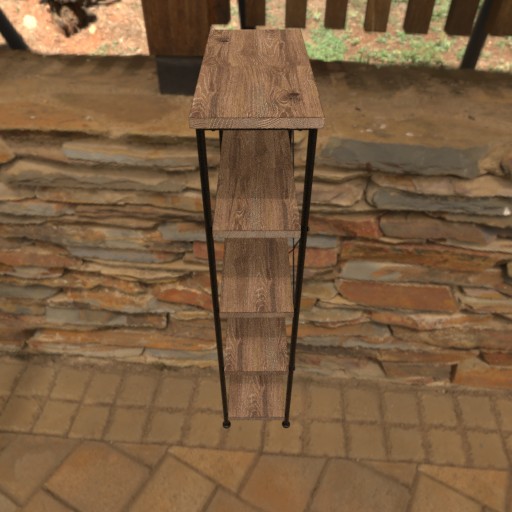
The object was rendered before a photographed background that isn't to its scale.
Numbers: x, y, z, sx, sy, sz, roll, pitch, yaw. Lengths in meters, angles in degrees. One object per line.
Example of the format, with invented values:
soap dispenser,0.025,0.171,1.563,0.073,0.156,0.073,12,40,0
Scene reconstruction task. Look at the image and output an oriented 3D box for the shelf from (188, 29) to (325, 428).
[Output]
shelf,0.000,0.000,2.031,0.360,1.700,0.800,0,42,0
